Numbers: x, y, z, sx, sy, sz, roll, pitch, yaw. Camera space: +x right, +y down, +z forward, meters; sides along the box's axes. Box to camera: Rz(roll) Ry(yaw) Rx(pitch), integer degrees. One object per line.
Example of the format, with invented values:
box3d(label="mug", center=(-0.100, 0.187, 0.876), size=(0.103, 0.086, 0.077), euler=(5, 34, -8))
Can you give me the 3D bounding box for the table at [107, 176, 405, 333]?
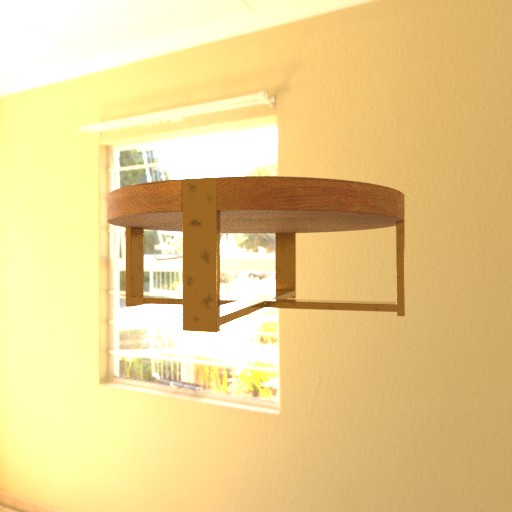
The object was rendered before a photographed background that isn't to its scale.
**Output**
box3d(label="table", center=(0.000, 0.000, 1.734), size=(1.100, 0.420, 1.100), euler=(0, 0, 0))
